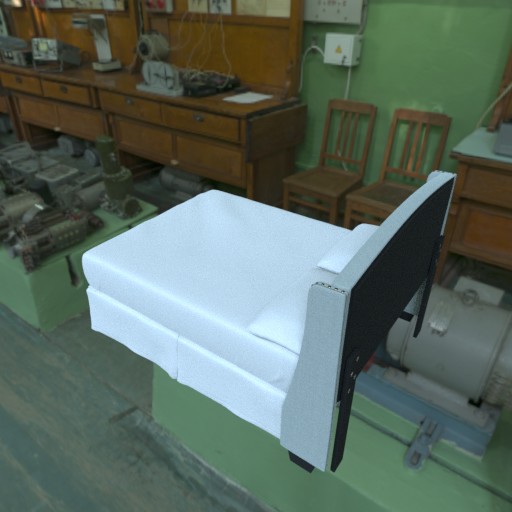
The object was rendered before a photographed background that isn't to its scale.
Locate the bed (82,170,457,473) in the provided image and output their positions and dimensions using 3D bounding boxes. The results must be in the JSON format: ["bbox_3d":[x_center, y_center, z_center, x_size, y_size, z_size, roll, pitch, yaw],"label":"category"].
[{"bbox_3d":[0.000,0.000,3.308,2.237,1.407,1.710,21,37,30],"label":"bed"}]
